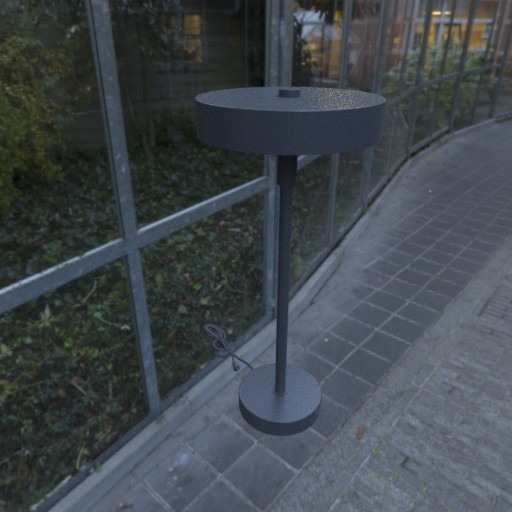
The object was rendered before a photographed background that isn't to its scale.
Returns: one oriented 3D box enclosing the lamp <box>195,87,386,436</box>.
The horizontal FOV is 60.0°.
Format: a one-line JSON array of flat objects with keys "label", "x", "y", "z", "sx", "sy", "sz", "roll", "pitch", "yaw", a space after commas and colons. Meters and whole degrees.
[{"label": "lamp", "x": 0.000, "y": 0.000, "z": 0.700, "sx": 0.229, "sy": 0.508, "sz": 0.369, "roll": -17, "pitch": 31, "yaw": -31}]
